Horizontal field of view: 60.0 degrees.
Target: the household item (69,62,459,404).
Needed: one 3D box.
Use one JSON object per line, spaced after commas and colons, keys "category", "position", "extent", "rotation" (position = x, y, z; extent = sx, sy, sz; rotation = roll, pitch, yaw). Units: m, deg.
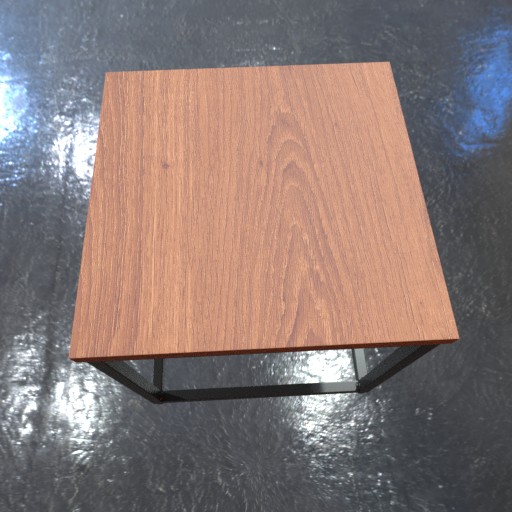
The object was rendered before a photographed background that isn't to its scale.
{"category": "household item", "position": [0.000, 0.000, 0.719], "extent": [0.400, 0.400, 0.400], "rotation": [-3, 65, -1]}
